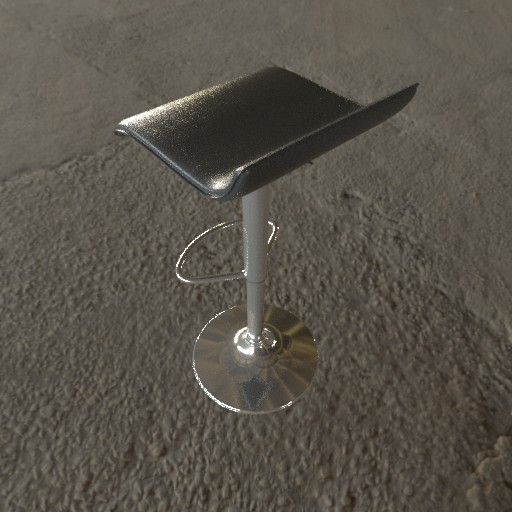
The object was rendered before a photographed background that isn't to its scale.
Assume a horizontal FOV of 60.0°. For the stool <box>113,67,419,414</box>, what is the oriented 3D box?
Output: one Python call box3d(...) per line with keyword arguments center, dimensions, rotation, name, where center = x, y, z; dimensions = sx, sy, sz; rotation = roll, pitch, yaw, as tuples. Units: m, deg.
box3d(center=(0.000, 0.000, 1.030), dimensions=(0.381, 0.851, 0.381), rotation=(-32, 54, -27), name="stool")
